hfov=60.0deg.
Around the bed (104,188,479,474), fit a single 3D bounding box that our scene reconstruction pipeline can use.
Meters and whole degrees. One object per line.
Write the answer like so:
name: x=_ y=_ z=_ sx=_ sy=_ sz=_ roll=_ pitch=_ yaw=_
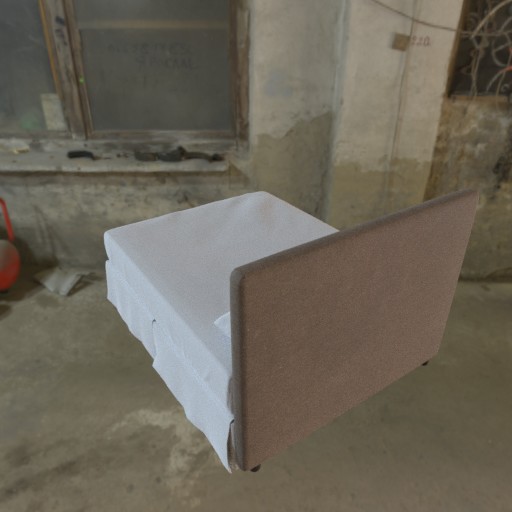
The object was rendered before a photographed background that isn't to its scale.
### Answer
bed: x=0.000 y=0.000 z=3.203 sx=1.723 sy=1.330 sz=2.142 roll=-19 pitch=35 yaw=-29
